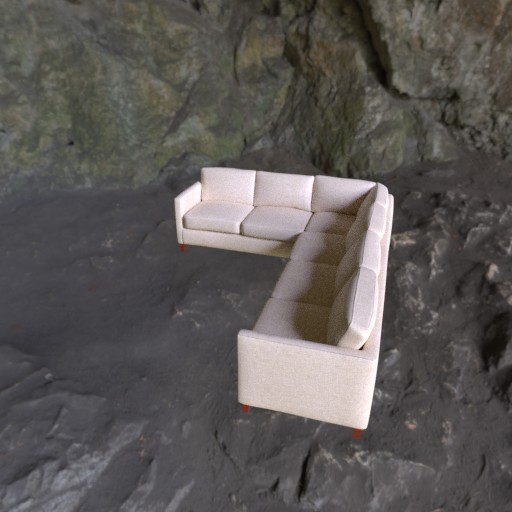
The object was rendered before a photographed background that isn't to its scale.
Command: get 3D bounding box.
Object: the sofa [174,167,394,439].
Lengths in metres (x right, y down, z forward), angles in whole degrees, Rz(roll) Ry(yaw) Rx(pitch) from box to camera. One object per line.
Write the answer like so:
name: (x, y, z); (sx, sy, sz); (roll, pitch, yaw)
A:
sofa: (0.000, 0.000, 4.517); (2.593, 0.947, 3.302); (8, 28, 15)
